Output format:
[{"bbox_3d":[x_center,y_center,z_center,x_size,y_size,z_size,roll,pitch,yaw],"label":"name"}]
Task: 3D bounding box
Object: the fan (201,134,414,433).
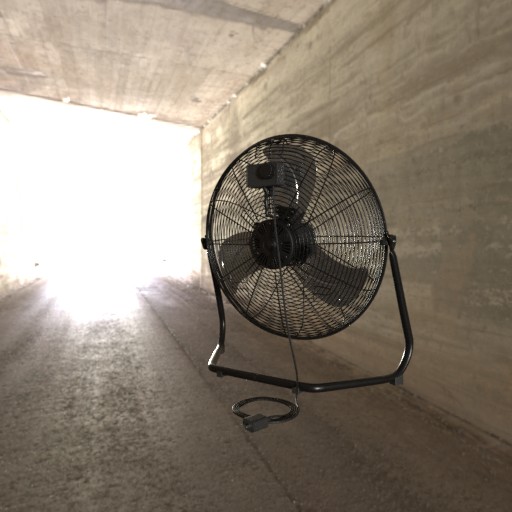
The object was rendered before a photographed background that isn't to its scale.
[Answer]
[{"bbox_3d":[0.000,0.000,1.034,0.595,0.605,0.470,1,1,35],"label":"fan"}]
